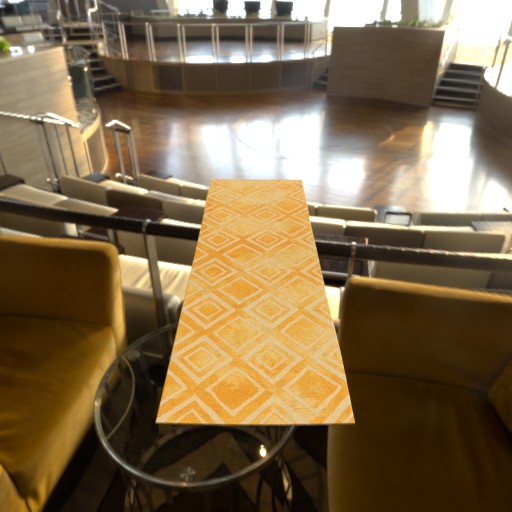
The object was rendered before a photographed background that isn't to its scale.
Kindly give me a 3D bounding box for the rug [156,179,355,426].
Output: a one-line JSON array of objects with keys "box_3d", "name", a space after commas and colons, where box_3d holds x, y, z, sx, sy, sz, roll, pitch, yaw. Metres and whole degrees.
[{"box_3d": [0.000, 0.000, 2.724, 0.775, 0.010, 2.438, 0, 32, 0], "name": "rug"}]
